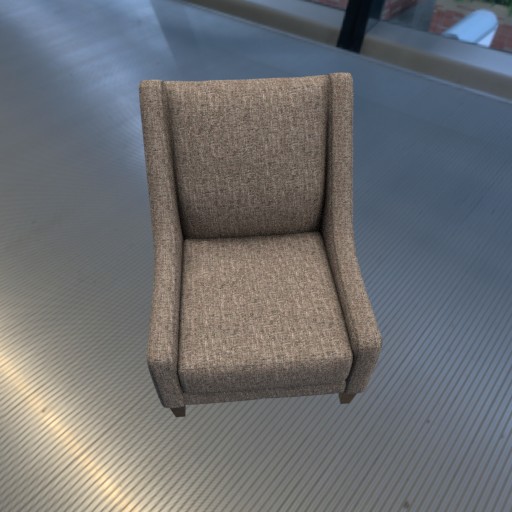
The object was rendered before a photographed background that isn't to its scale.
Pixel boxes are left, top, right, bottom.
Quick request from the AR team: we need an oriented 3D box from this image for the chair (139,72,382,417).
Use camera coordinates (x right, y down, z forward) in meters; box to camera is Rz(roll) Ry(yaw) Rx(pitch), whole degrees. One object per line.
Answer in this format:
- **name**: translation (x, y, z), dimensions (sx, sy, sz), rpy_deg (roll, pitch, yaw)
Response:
- **chair**: translation (0.000, 0.000, 1.658), dimensions (0.774, 1.014, 0.870), rpy_deg (-3, 47, -3)
